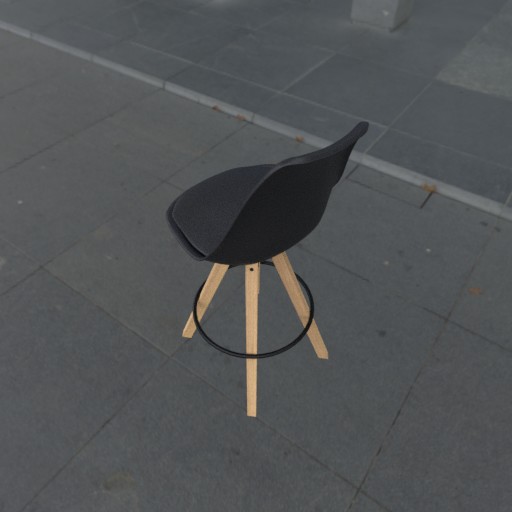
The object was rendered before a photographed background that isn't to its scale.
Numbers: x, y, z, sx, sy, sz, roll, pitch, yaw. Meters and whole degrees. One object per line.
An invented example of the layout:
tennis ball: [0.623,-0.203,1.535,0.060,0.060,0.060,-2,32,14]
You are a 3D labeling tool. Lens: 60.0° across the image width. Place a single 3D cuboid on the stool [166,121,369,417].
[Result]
stool: [0.000,0.000,1.456,0.485,1.115,0.550,-31,54,-26]
